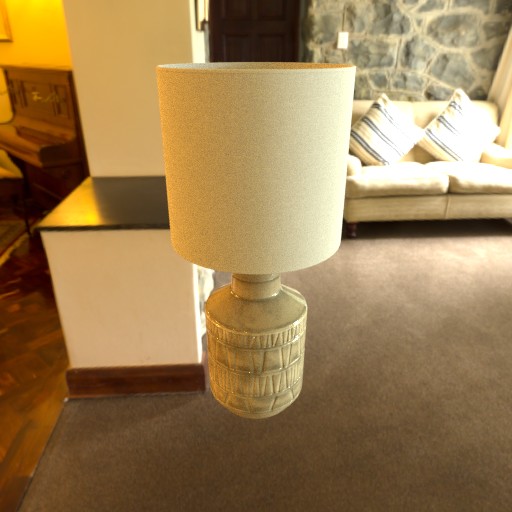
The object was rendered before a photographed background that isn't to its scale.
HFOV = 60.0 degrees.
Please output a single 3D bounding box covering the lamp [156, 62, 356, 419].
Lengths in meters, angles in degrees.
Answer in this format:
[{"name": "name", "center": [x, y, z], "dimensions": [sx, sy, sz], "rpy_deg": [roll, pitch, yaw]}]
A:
[{"name": "lamp", "center": [0.000, 0.000, 0.575], "dimensions": [0.211, 0.455, 0.211], "rpy_deg": [18, 30, 33]}]
